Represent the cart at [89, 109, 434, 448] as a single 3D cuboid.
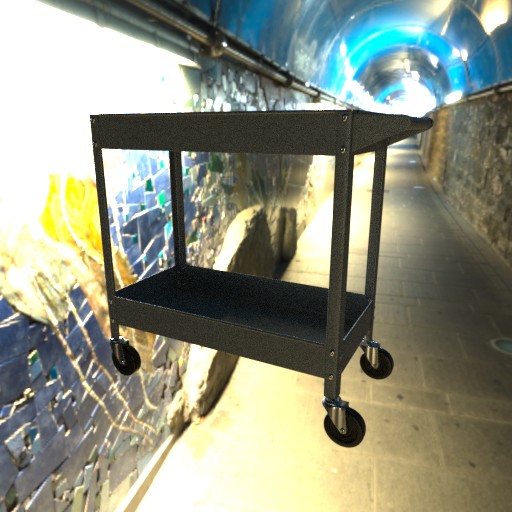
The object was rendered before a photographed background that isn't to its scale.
[{"bbox_3d":[0.000,0.000,1.176,0.779,0.719,0.366,8,18,26],"label":"cart"}]
